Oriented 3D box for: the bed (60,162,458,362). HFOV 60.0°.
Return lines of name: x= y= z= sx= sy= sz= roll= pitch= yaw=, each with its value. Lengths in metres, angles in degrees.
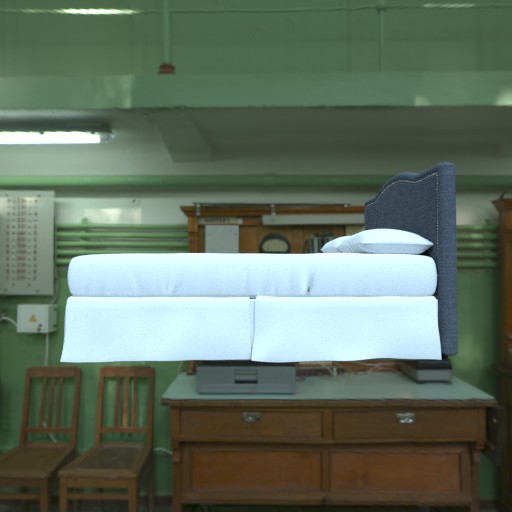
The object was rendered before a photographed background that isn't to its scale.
bed: x=0.000 y=0.000 z=4.002 sx=2.689 sy=1.457 sz=2.161 roll=0 pitch=-1 yaw=0
